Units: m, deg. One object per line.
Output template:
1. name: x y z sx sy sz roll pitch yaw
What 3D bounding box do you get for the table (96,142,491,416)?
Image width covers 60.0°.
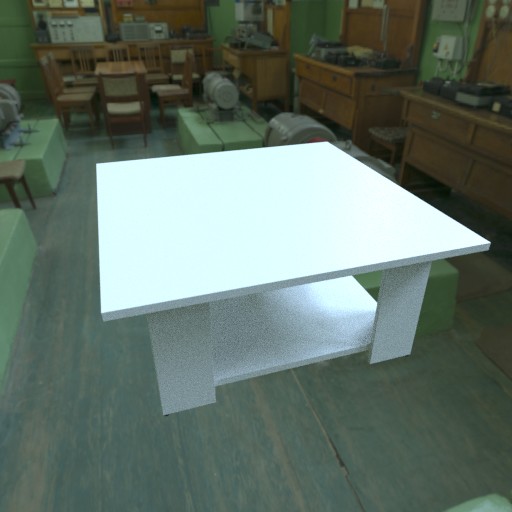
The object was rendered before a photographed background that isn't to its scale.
1. table: 0.000 0.000 1.060 0.670 0.305 0.670 -9 32 -15
